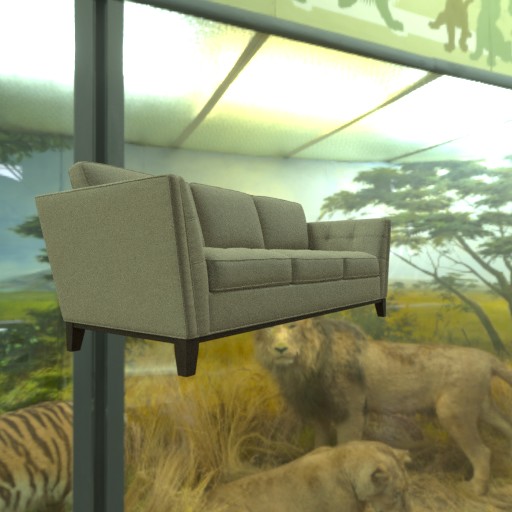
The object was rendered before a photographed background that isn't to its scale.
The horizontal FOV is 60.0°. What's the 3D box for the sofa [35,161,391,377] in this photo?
[{"bbox_3d":[0.000,0.000,2.855,0.965,0.940,2.388,0,0,36],"label":"sofa"}]
